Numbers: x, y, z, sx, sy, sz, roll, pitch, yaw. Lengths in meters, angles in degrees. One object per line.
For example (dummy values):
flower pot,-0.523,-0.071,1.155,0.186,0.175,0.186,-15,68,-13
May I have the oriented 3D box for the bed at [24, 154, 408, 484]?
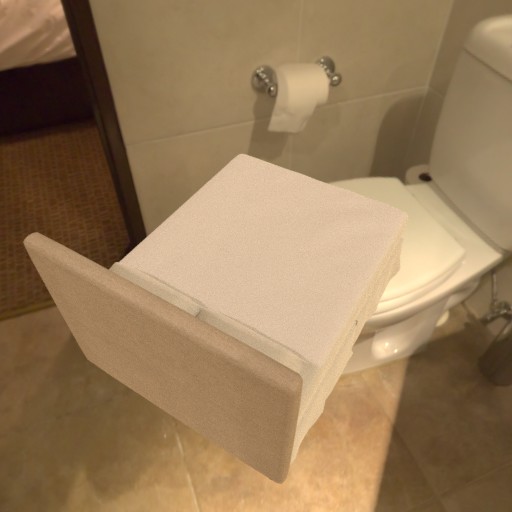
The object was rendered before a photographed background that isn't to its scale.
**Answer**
bed,0.000,0.000,3.142,1.713,1.330,2.162,24,52,21
